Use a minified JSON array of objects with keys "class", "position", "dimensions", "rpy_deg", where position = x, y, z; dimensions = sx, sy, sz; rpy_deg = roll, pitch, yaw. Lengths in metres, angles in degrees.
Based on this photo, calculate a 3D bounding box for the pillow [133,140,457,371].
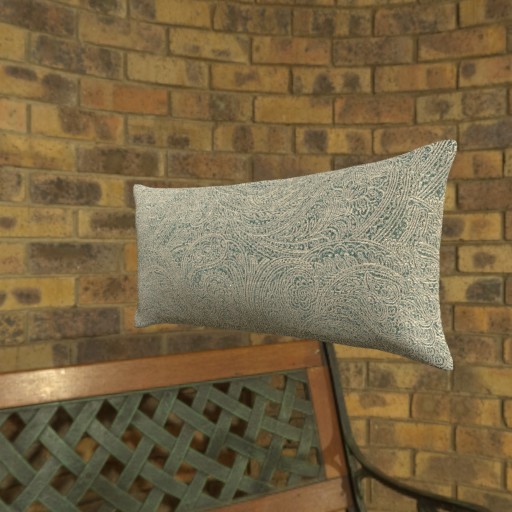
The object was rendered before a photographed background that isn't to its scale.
[{"class":"pillow","position":[0.000,0.000,0.734],"dimensions":[0.615,0.295,0.151],"rpy_deg":[0,0,35]}]
